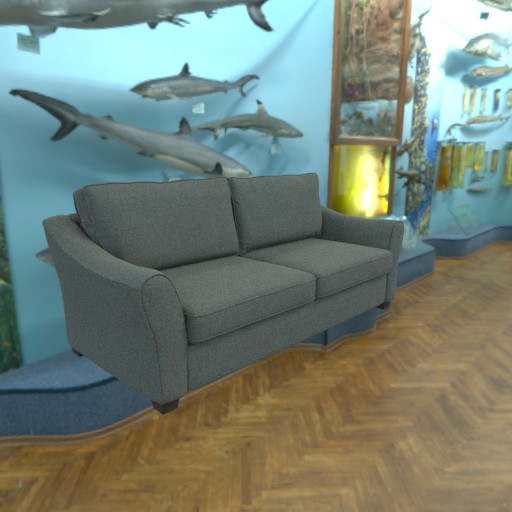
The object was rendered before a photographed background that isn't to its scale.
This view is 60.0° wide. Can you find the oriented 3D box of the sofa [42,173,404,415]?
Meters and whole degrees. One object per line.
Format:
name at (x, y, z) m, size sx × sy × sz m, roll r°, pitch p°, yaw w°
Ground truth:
sofa at (0.000, 0.000, 2.805) m, size 1.013 × 0.976 × 2.203 m, roll 13°, pitch 18°, yaw 43°
